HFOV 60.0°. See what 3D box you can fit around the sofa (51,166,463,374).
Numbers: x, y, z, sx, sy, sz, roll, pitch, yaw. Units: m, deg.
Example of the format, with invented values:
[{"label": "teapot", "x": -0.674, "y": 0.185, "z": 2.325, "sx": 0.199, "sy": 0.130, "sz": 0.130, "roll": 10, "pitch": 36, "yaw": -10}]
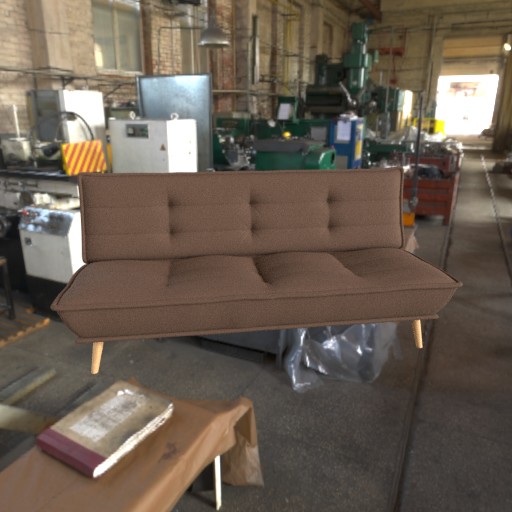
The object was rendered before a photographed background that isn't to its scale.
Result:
[{"label": "sofa", "x": 0.000, "y": 0.000, "z": 2.468, "sx": 1.940, "sy": 0.890, "sz": 0.950, "roll": -3, "pitch": 18, "yaw": -8}]
